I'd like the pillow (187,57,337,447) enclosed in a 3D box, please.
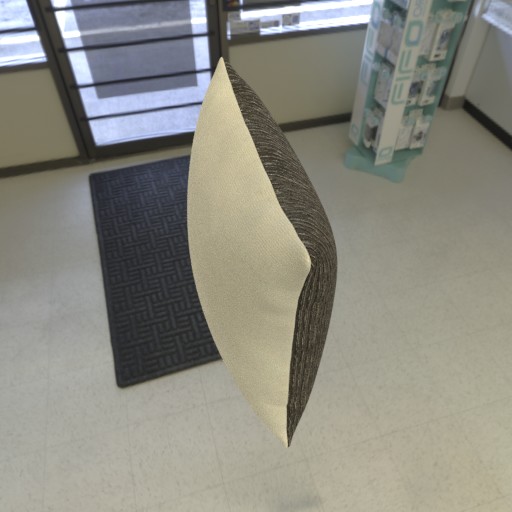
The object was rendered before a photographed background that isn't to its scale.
[{"bbox_3d":[0.000,0.000,0.678,0.196,0.434,0.433,-10,47,-9],"label":"pillow"}]
